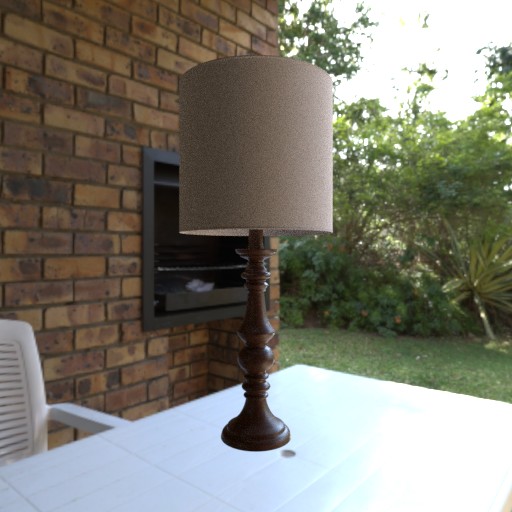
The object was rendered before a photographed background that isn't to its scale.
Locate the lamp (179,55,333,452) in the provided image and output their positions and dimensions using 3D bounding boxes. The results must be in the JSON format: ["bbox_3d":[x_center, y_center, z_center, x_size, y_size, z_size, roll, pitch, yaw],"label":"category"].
[{"bbox_3d":[0.000,0.000,0.733,0.250,0.597,0.250,0,1,35],"label":"lamp"}]
